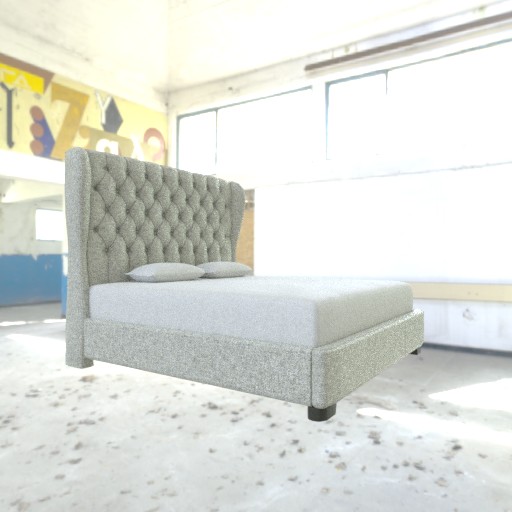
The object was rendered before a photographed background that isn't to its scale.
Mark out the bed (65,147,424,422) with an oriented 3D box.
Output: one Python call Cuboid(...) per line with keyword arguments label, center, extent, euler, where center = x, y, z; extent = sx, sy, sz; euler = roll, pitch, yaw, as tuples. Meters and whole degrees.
Cuboid(label="bed", center=(0.000, 0.000, 3.849), extent=(2.347, 1.771, 2.219), euler=(0, 0, 34))
